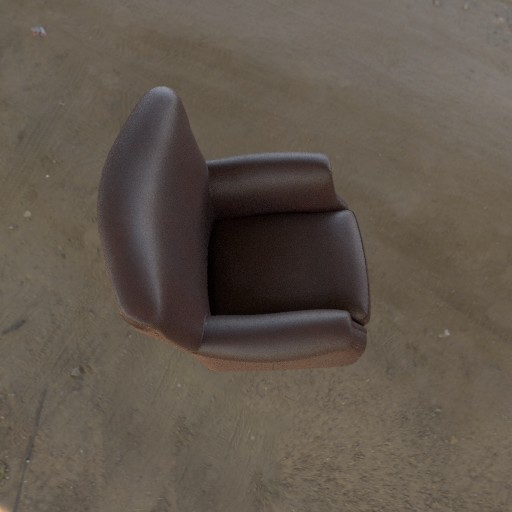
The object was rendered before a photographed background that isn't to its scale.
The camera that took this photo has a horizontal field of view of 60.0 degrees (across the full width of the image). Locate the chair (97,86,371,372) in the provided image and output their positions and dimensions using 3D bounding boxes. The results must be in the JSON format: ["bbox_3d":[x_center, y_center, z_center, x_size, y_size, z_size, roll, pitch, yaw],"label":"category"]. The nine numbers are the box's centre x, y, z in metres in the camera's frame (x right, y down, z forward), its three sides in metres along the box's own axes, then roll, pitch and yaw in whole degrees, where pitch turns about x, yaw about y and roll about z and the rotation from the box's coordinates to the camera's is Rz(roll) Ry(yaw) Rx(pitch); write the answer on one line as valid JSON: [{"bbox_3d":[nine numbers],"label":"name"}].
[{"bbox_3d":[0.000,0.000,1.393,0.746,0.800,0.700,-1,64,-1],"label":"chair"}]
